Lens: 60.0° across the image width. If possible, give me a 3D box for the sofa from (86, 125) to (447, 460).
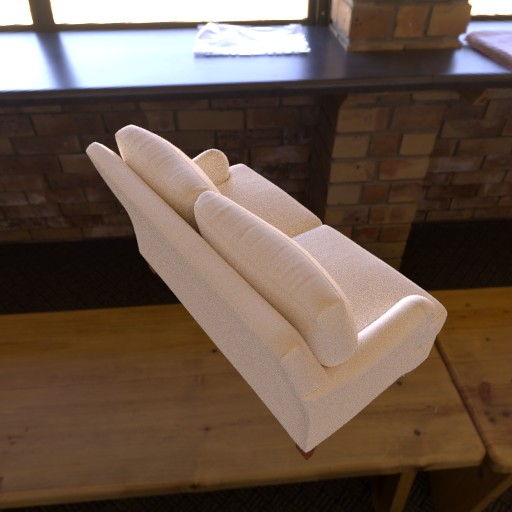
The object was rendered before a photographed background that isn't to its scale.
[{"bbox_3d":[0.000,0.000,2.478,1.084,1.101,1.853,-26,47,-26],"label":"sofa"}]
